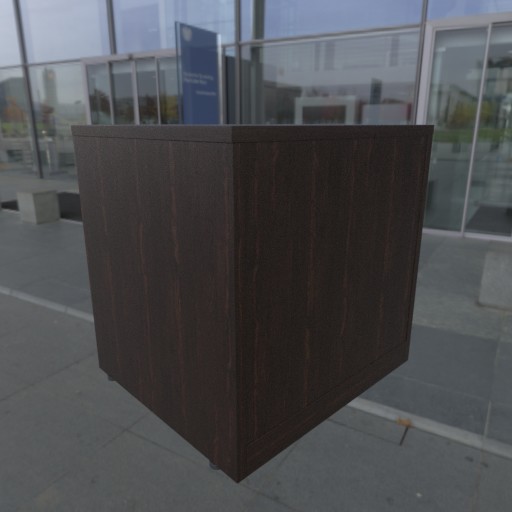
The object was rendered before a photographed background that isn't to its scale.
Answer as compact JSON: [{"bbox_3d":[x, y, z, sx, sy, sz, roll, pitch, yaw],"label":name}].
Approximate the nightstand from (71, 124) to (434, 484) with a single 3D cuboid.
[{"bbox_3d":[0.000,0.000,0.858,0.489,0.487,0.427,-16,23,-42],"label":"nightstand"}]
